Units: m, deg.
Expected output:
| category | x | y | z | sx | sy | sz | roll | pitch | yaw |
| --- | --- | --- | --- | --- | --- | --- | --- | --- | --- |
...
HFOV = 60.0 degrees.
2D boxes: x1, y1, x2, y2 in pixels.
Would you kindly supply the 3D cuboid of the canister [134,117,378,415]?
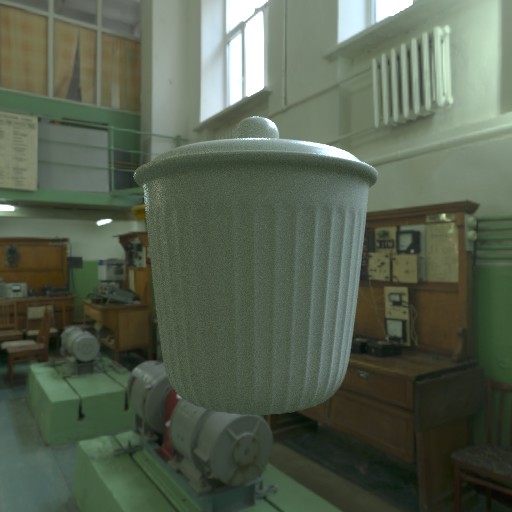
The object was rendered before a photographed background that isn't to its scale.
| category | x | y | z | sx | sy | sz | roll | pitch | yaw |
| --- | --- | --- | --- | --- | --- | --- | --- | --- | --- |
| canister | 0.000 | 0.000 | 0.340 | 0.181 | 0.211 | 0.181 | 0 | 0 | 0 |
